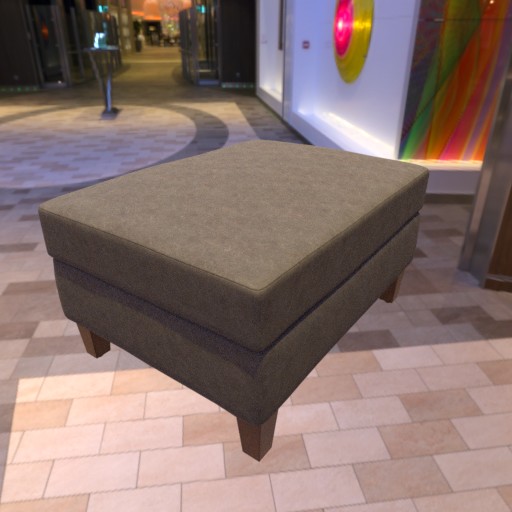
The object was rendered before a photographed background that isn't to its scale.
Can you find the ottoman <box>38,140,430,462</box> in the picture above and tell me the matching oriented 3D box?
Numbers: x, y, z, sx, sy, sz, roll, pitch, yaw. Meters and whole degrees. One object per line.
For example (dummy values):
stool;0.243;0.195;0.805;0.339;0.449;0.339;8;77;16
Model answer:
ottoman;0.000;0.000;1.205;0.639;0.464;0.839;18;32;32
